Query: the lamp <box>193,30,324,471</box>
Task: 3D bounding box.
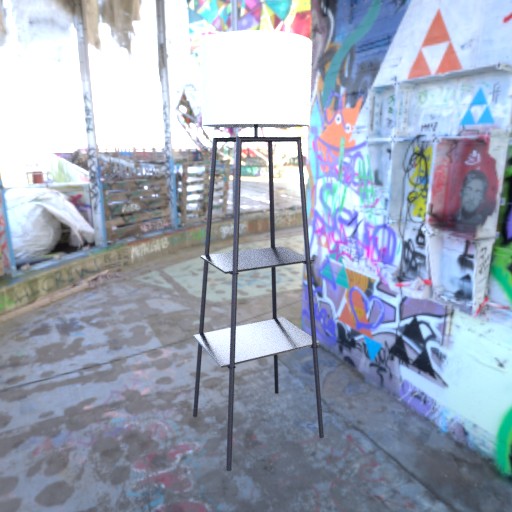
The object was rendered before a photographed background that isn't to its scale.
[{"bbox_3d":[0.000,0.000,1.673,0.427,1.474,0.384,-7,16,-26],"label":"lamp"}]
